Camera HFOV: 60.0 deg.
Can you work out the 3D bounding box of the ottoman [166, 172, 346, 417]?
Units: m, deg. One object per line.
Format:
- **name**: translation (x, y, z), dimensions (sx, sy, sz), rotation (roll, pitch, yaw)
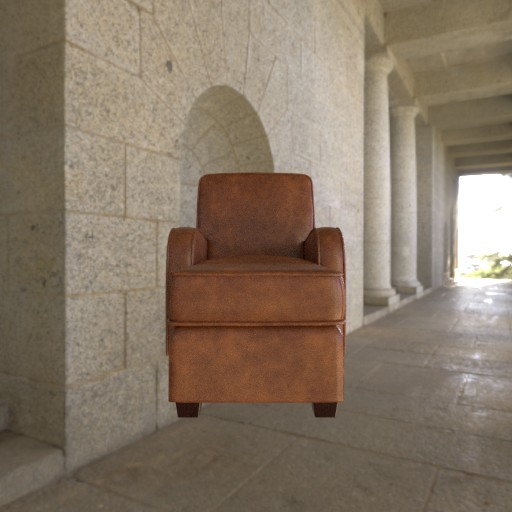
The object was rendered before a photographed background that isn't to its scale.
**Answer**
- **ottoman**: translation (0.000, 0.000, 1.867), dimensions (0.732, 0.904, 1.314), rotation (0, 0, 0)
